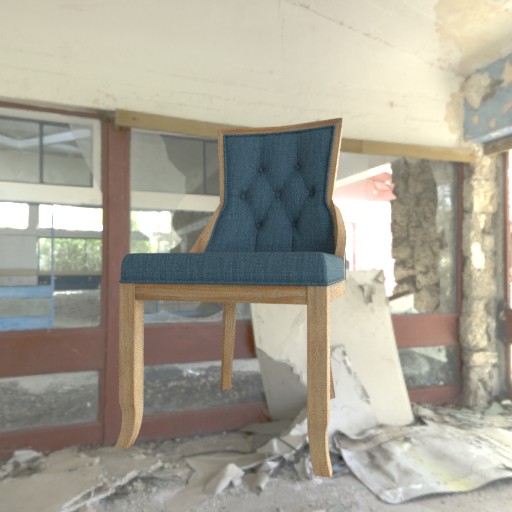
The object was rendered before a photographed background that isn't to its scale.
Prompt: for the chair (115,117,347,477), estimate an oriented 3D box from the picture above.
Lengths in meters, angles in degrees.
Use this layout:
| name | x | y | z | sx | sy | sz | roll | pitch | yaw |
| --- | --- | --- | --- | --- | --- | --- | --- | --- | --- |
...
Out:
| name | x | y | z | sx | sy | sz | roll | pitch | yaw |
| --- | --- | --- | --- | --- | --- | --- | --- | --- | --- |
| chair | 0.000 | 0.000 | 1.318 | 0.524 | 0.947 | 0.641 | 0 | -1 | 17 |
